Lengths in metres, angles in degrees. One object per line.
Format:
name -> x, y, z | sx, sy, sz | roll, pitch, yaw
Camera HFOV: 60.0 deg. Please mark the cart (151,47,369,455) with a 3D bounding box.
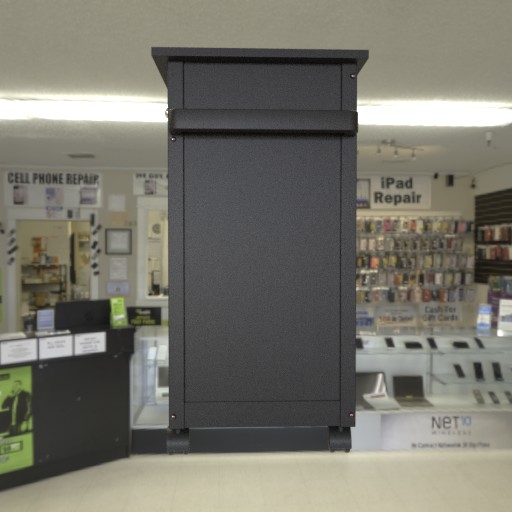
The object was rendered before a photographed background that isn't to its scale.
cart -> 0.000, 0.000, 1.239 | 0.456, 0.879, 0.660 | 0, 1, -2
